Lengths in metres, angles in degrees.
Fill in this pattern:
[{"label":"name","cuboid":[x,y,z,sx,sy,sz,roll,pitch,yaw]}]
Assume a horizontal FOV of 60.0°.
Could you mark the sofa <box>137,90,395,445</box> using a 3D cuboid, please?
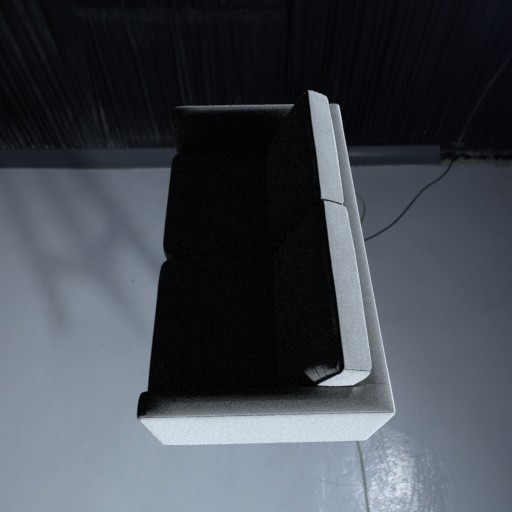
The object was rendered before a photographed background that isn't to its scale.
[{"label":"sofa","cuboid":[0.000,0.000,2.309,1.000,0.900,1.731,-1,58,-1]}]
